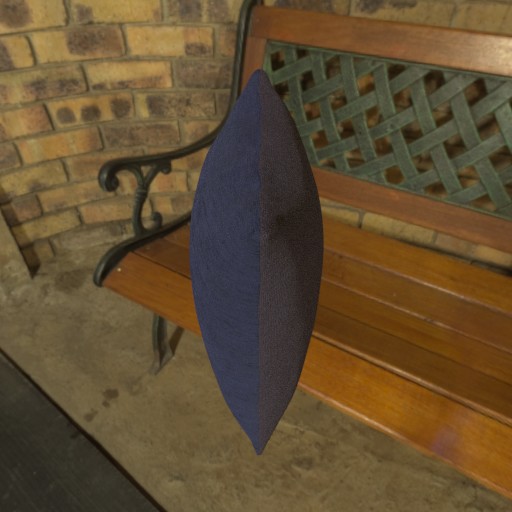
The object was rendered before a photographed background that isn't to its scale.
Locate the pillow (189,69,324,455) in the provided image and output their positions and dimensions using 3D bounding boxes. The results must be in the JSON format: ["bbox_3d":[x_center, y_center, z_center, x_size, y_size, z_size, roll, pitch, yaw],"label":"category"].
[{"bbox_3d":[0.000,0.000,0.713,0.204,0.439,0.452,0,41,0],"label":"pillow"}]
